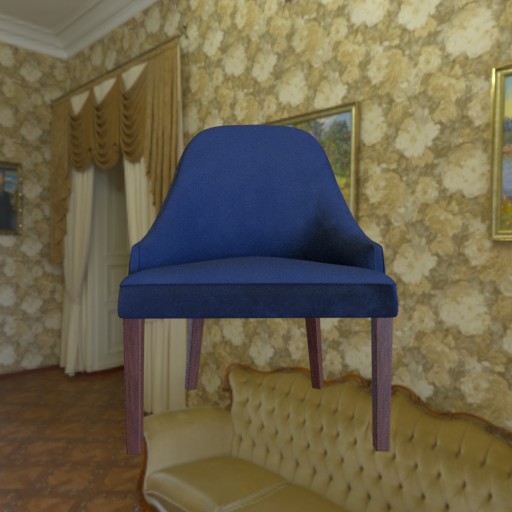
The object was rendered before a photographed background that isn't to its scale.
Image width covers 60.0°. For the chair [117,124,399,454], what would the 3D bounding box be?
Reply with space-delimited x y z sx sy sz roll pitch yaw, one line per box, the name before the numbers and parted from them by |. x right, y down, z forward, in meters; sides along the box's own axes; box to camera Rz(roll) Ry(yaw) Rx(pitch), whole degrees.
chair | 0.000 0.000 1.272 0.643 0.889 0.575 0 1 -1
